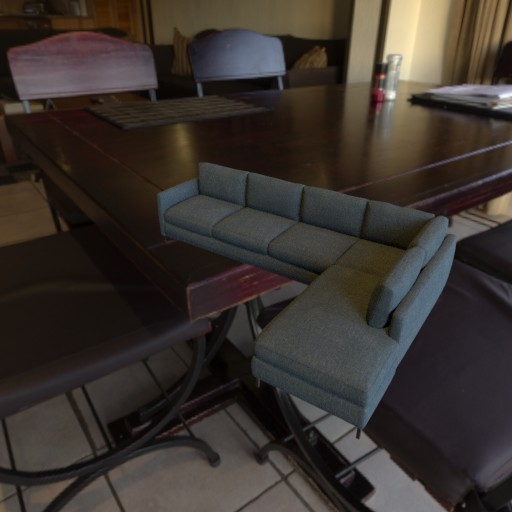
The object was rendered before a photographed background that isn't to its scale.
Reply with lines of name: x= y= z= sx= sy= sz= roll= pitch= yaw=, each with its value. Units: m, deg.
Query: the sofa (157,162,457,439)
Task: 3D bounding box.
sofa: x=0.000 y=0.000 z=3.948 sx=2.949 sy=0.815 sz=2.007 roll=19 pitch=34 yaw=30
